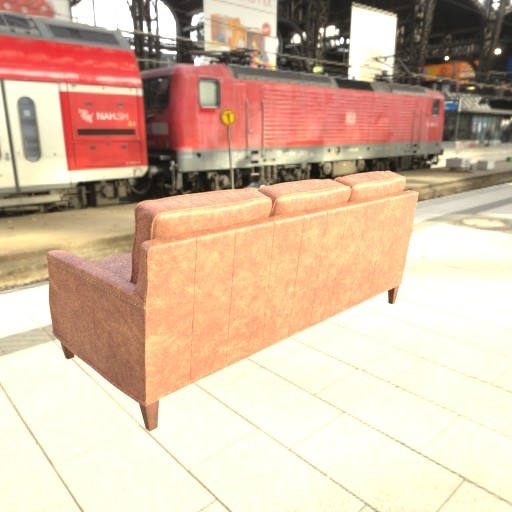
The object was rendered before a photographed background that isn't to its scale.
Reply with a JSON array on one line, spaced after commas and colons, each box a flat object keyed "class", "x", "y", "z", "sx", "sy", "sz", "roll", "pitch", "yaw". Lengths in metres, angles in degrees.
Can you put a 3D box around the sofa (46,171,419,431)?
[{"class": "sofa", "x": 0.000, "y": 0.000, "z": 2.824, "sx": 2.246, "sy": 1.003, "sz": 1.084, "roll": -15, "pitch": 22, "yaw": -42}]
